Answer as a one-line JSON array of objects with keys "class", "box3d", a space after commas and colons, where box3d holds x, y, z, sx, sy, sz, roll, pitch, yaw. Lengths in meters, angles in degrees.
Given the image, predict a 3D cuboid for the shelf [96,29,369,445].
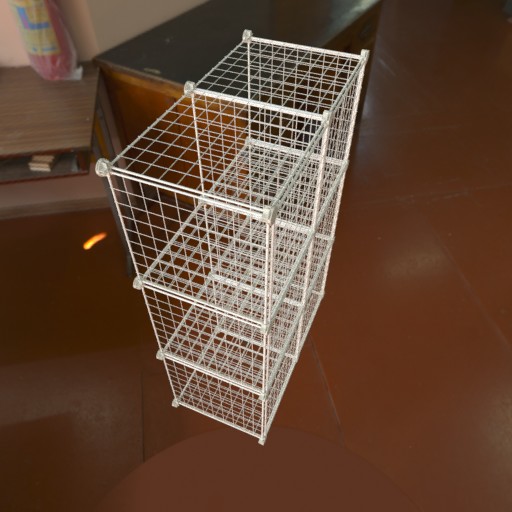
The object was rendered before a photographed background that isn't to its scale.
[{"class": "shelf", "box3d": [0.000, 0.000, 1.393, 0.356, 1.067, 0.711, 17, 50, 15]}]
